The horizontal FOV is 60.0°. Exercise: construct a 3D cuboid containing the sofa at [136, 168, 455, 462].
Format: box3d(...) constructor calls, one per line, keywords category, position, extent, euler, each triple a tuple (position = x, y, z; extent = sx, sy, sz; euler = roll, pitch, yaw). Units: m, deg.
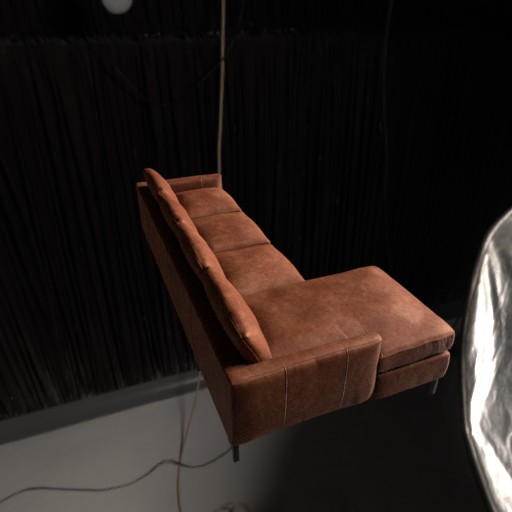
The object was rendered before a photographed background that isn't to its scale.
box3d(category="sofa", position=(0.000, 0.000, 3.683), extent=(1.471, 0.859, 2.993), euler=(-11, 32, -19))
